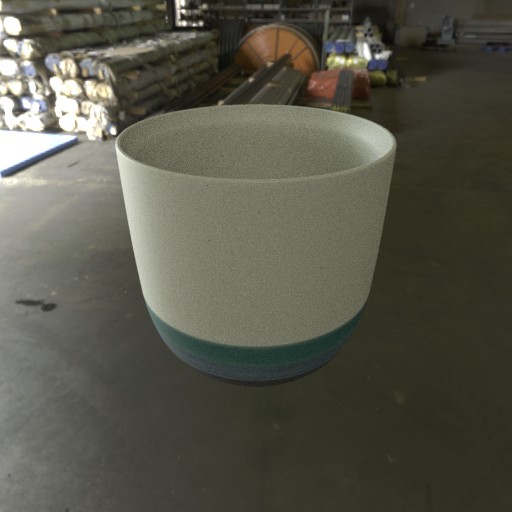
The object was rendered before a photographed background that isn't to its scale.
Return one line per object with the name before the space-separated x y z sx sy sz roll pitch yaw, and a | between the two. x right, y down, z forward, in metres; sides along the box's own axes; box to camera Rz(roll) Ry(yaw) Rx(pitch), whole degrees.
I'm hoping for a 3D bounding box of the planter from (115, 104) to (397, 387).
planter | 0.000 0.000 0.386 0.204 0.214 0.204 0 30 0
